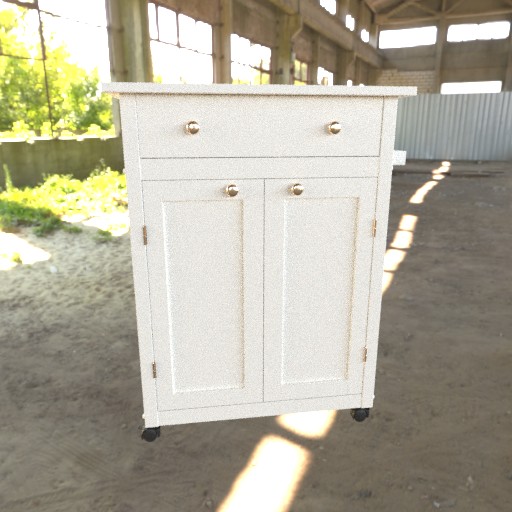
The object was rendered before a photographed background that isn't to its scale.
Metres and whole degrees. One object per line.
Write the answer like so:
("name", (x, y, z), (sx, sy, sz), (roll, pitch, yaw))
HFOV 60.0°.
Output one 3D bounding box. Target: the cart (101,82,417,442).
("cart", (0.000, 0.000, 1.248), (0.683, 0.864, 0.442), (-2, 16, -8))
